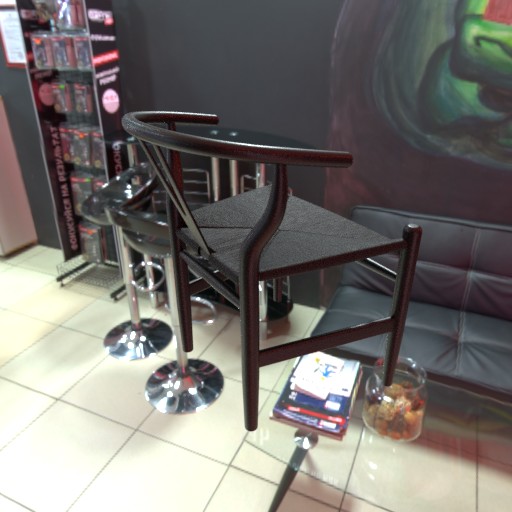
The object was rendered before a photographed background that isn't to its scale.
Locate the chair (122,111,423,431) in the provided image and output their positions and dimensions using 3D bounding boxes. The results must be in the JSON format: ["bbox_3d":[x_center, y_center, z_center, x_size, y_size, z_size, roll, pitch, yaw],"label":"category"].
[{"bbox_3d":[0.000,0.000,1.152,0.579,0.730,0.569,-16,31,-29],"label":"chair"}]
